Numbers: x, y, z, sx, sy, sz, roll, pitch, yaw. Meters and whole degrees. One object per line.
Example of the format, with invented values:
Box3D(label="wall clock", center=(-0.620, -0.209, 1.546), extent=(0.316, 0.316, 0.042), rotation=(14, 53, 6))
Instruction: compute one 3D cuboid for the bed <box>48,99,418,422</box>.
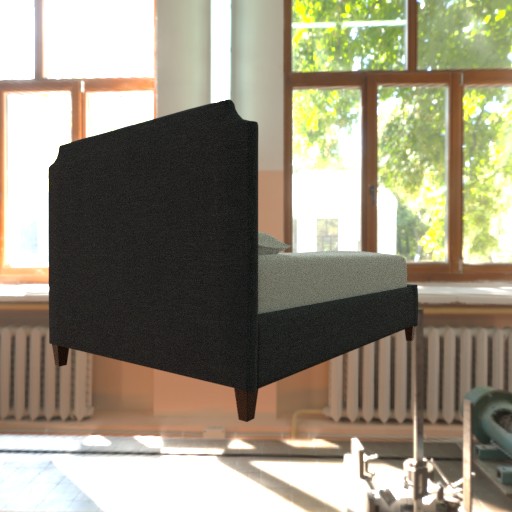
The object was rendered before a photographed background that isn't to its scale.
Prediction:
Box3D(label="bed", center=(0.000, 0.000, 3.336), extent=(1.713, 1.443, 2.372), rotation=(0, 1, 37))
